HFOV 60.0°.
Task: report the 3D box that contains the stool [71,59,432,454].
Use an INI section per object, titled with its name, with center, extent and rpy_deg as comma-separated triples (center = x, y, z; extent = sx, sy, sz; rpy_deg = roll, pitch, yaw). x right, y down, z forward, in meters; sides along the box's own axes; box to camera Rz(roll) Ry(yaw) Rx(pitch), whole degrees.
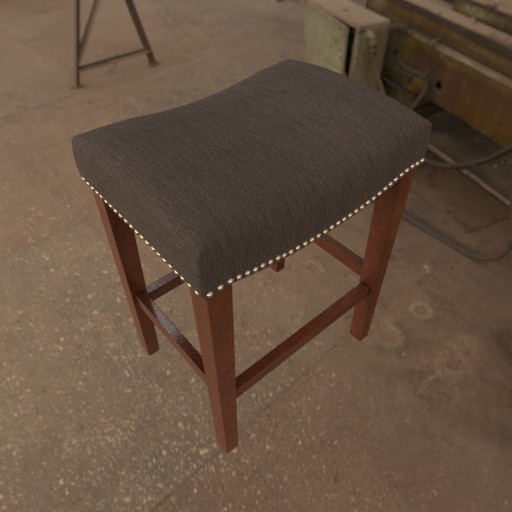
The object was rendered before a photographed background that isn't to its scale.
[stool]
center = 0.000, 0.000, 0.950
extent = 0.504, 0.654, 0.372
rpy_deg = -32, 53, -27
